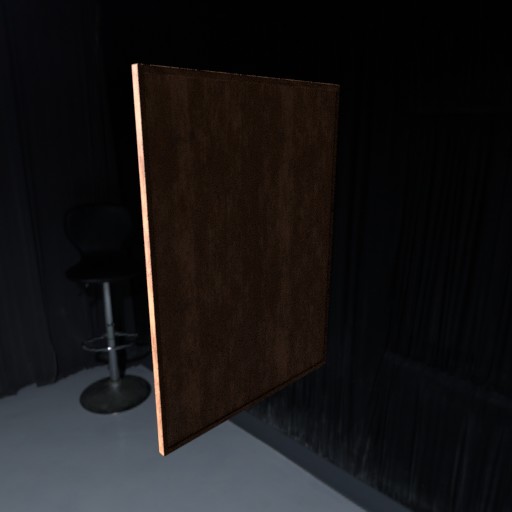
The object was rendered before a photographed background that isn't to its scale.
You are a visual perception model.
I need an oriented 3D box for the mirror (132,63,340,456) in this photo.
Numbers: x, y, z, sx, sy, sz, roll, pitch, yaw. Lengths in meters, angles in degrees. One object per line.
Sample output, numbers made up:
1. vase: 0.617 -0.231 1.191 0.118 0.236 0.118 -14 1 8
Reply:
1. mirror: 0.000 0.000 1.458 0.796 1.099 0.028 -15 22 -42
